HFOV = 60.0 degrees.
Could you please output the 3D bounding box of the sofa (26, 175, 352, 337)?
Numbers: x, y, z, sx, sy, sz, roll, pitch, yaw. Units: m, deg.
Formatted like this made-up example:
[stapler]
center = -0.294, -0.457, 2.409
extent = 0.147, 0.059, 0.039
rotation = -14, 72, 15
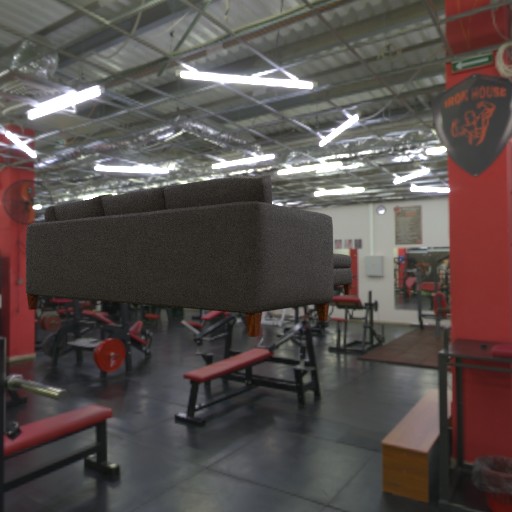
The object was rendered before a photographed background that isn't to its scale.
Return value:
[sofa]
center = 0.000, 0.000, 4.544
extent = 2.594, 0.961, 3.460
rotation = -1, -1, 36
